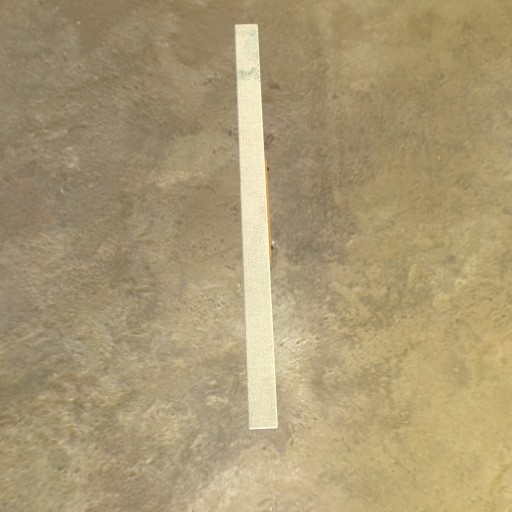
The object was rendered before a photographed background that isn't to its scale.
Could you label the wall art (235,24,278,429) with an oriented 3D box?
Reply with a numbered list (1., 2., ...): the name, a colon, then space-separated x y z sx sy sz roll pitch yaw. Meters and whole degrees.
1. wall art: 0.000 0.000 0.920 0.044 0.605 0.605 -2 75 -1
